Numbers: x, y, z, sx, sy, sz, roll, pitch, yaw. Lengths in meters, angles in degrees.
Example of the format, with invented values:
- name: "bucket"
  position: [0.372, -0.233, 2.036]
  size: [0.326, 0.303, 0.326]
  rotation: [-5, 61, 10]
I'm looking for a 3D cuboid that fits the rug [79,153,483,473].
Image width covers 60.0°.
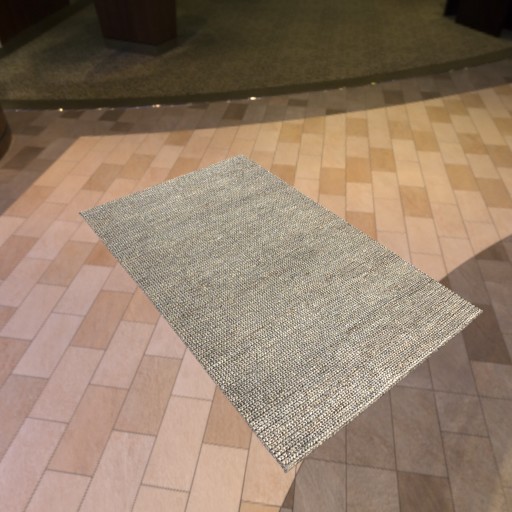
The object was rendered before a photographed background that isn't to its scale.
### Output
- name: "rug"
  position: [0.000, 0.000, 3.000]
  size: [1.538, 0.021, 2.443]
  rotation: [-27, 48, -27]
